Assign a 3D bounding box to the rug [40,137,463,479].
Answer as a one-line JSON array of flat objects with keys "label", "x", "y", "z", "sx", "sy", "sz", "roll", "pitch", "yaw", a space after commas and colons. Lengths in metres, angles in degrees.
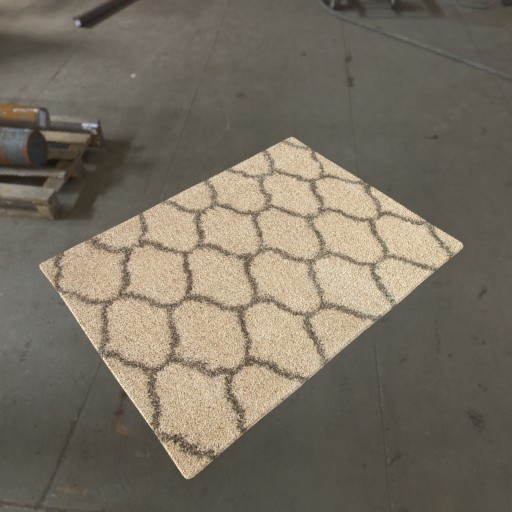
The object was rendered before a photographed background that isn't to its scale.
[{"label": "rug", "x": 0.000, "y": 0.000, "z": 2.076, "sx": 1.600, "sy": 0.025, "sz": 1.200, "roll": -32, "pitch": 56, "yaw": -26}]
